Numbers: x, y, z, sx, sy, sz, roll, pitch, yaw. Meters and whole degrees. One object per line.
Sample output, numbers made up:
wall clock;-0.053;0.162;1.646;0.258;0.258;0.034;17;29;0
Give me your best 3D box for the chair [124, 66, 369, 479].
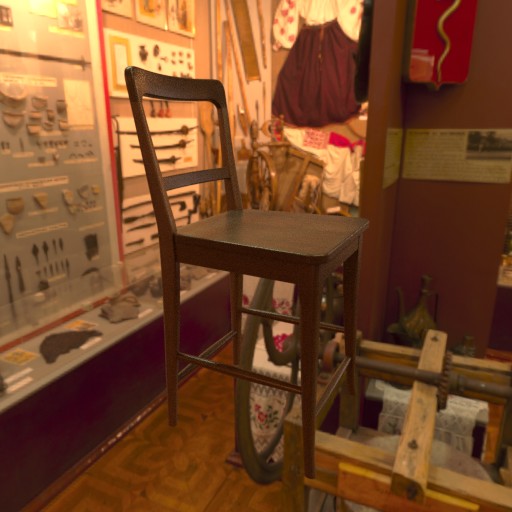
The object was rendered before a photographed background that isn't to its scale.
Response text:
chair;0.000;0.000;1.267;0.546;0.991;0.450;8;18;26
